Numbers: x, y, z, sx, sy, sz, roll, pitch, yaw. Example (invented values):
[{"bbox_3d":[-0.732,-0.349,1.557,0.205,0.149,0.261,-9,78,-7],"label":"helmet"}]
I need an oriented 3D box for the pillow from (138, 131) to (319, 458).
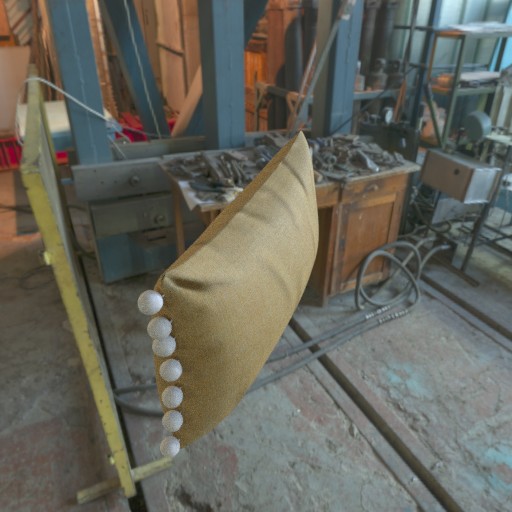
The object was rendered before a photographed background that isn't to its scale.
[{"bbox_3d":[0.000,0.000,0.849,0.201,0.322,0.709,10,31,17],"label":"pillow"}]
